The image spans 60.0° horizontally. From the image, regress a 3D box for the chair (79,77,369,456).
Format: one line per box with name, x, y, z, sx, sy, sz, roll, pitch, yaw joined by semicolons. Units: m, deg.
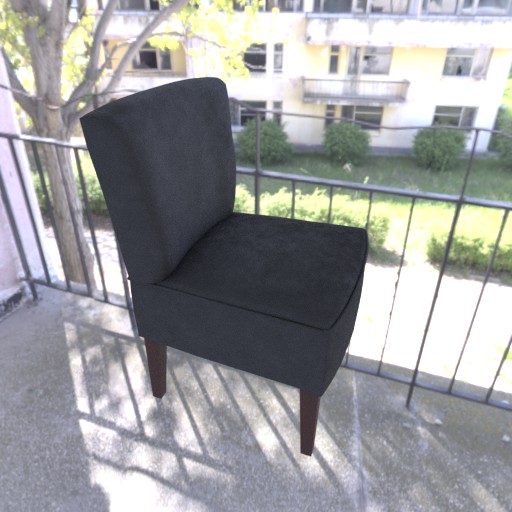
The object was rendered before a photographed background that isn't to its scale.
chair;0.000;0.000;1.155;0.554;0.806;0.521;10;32;18
